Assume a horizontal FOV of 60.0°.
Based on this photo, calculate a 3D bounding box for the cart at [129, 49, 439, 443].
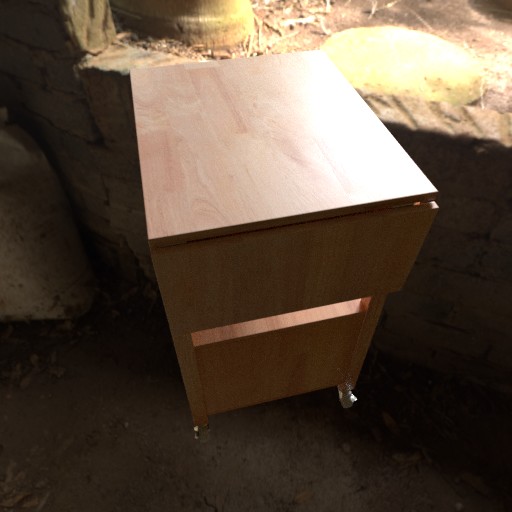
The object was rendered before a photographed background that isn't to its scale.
[{"bbox_3d":[0.000,0.000,1.234,0.508,0.838,0.640,-10,48,-9],"label":"cart"}]
